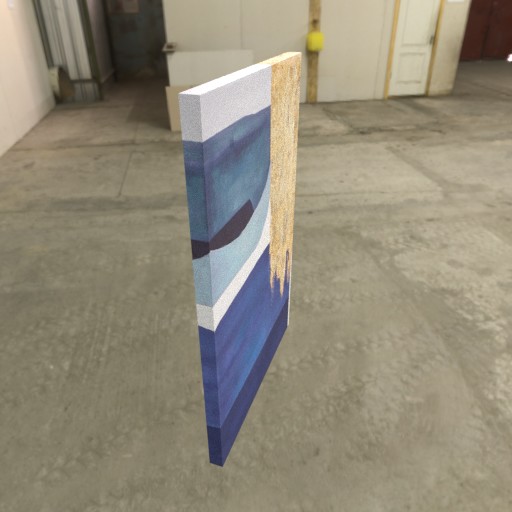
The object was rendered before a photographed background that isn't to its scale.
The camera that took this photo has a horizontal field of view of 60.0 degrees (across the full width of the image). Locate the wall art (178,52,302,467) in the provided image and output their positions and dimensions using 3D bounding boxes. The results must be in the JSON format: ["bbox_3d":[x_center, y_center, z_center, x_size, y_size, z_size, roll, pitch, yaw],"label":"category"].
[{"bbox_3d":[0.000,0.000,1.155,0.039,0.911,0.607,10,32,17],"label":"wall art"}]
